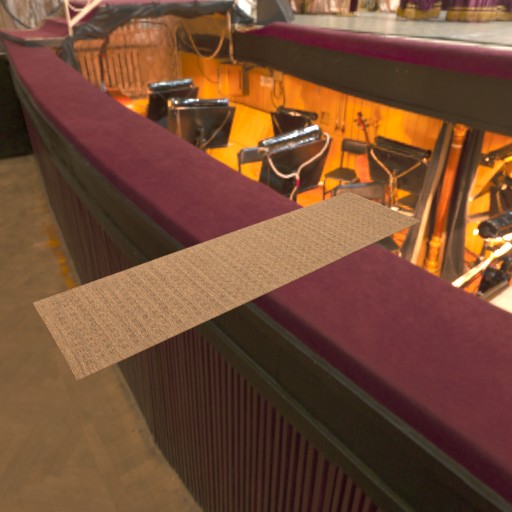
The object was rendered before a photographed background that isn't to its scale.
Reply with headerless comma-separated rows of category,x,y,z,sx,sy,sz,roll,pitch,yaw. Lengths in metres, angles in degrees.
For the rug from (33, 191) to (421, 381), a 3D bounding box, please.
rug,0.000,0.000,2.736,2.437,0.005,0.688,-22,37,-32
